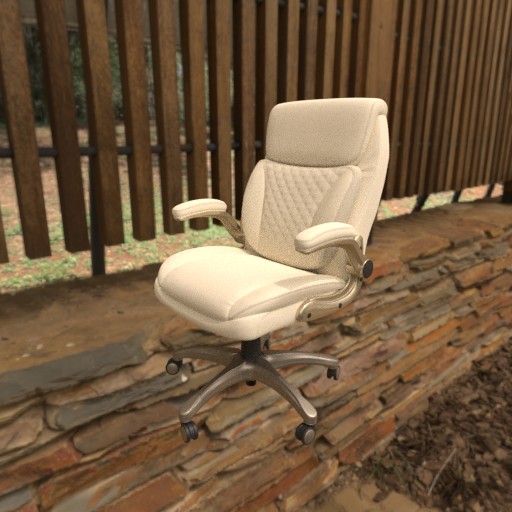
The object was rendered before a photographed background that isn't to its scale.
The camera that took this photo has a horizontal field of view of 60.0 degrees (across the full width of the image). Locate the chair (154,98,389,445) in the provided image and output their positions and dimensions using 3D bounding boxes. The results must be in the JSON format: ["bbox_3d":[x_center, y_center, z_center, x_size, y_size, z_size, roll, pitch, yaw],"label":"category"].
[{"bbox_3d":[0.000,0.000,1.624,0.740,1.110,0.794,15,22,42],"label":"chair"}]
